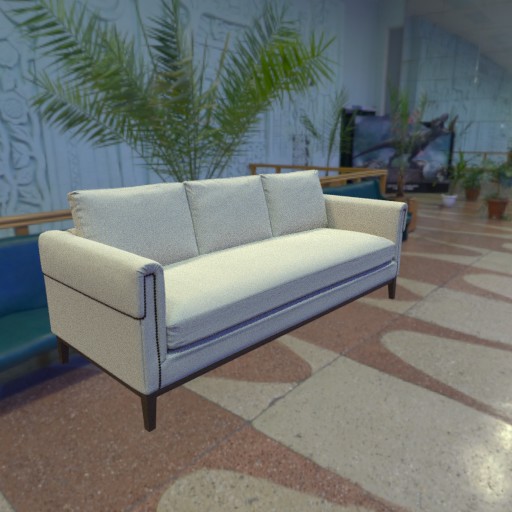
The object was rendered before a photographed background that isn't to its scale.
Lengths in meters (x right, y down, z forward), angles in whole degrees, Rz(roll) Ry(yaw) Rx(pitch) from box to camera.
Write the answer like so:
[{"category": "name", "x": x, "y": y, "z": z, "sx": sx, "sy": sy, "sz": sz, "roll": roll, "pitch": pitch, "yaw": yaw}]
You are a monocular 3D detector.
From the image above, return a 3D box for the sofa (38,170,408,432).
[{"category": "sofa", "x": 0.000, "y": 0.000, "z": 2.686, "sx": 0.902, "sy": 0.911, "sz": 2.198, "roll": 14, "pitch": 20, "yaw": 42}]
